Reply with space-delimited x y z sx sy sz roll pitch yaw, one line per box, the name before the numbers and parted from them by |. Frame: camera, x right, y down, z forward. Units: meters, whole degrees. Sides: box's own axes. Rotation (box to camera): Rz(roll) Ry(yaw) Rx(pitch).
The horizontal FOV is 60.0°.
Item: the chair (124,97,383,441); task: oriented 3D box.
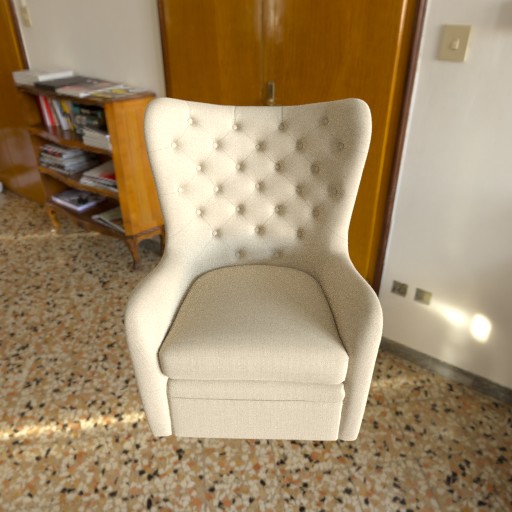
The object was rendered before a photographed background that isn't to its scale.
chair | 0.000 0.000 1.725 0.831 1.079 0.929 1 30 1
